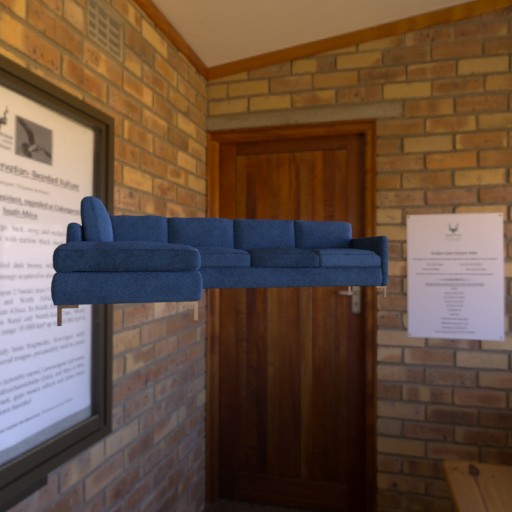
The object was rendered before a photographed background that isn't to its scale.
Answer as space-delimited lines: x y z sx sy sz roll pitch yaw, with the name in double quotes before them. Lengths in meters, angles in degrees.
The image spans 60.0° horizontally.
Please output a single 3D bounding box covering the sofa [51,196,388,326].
"sofa" 0.000 0.000 3.777 2.949 0.815 2.007 0 -1 -17
